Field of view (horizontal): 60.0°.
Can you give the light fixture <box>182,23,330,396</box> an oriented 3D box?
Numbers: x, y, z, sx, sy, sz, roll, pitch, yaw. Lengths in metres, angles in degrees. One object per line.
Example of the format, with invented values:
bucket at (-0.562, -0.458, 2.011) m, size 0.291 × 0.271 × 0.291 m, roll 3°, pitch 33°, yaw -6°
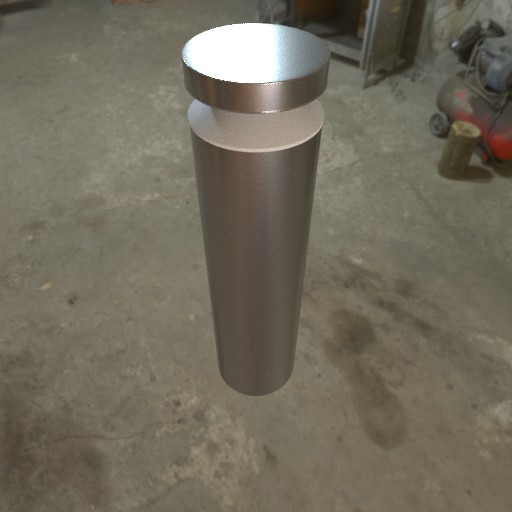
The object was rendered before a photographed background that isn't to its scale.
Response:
light fixture at (0.000, 0.000, 0.443) m, size 0.102 × 0.400 × 0.102 m, roll 25°, pitch 51°, yaw 22°
